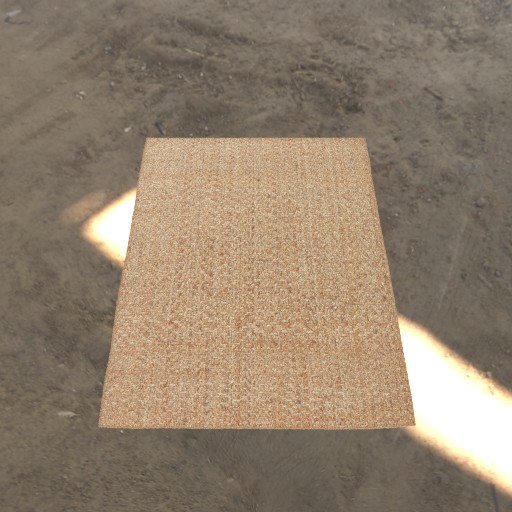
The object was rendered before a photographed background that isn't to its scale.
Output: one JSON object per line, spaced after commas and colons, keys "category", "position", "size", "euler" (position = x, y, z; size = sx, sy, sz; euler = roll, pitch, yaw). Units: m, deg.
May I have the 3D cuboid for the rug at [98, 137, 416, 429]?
{"category": "rug", "position": [0.000, 0.000, 4.121], "size": [2.439, 0.013, 3.048], "euler": [0, 59, 0]}
